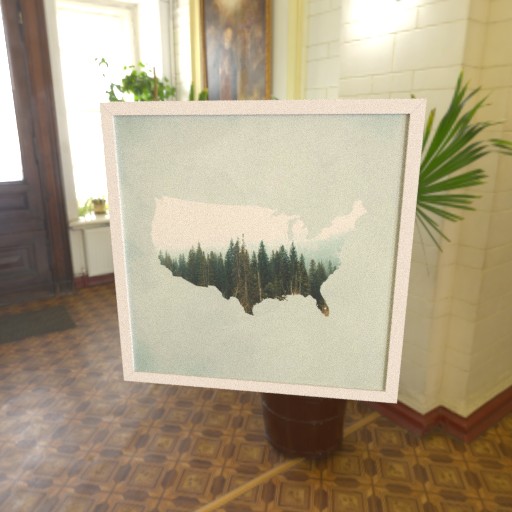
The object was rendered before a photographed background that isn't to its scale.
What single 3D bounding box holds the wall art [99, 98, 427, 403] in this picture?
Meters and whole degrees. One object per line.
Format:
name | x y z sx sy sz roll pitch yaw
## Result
wall art | 0.000 0.000 0.770 0.509 0.509 0.040 2 16 8
